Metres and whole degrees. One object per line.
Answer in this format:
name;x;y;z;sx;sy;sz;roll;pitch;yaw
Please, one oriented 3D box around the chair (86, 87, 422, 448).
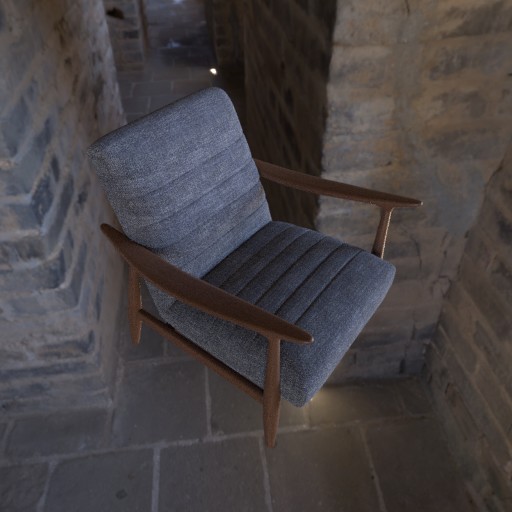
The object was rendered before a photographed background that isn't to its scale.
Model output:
chair;0.000;0.000;1.476;0.798;0.832;0.741;26;47;27
